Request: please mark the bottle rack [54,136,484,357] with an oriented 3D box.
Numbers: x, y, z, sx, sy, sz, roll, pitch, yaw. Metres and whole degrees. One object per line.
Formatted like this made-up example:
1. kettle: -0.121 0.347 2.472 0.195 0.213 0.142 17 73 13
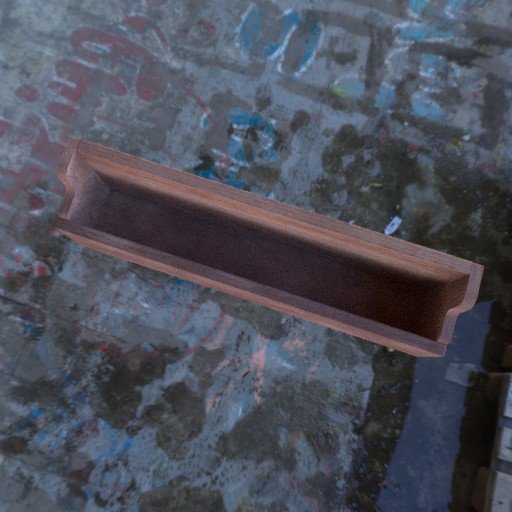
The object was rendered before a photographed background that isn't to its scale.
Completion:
1. bottle rack: 0.000 0.000 0.703 0.608 0.196 0.126 18 78 4
